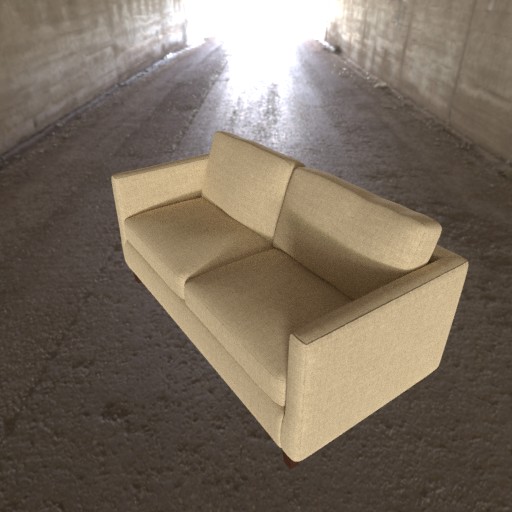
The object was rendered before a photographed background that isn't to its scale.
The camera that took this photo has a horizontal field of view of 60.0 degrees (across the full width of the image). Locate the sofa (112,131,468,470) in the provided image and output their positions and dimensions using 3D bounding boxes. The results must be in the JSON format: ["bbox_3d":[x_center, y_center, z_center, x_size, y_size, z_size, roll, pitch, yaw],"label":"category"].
[{"bbox_3d":[0.000,0.000,2.443,0.950,0.963,1.884,-20,37,-29],"label":"sofa"}]
